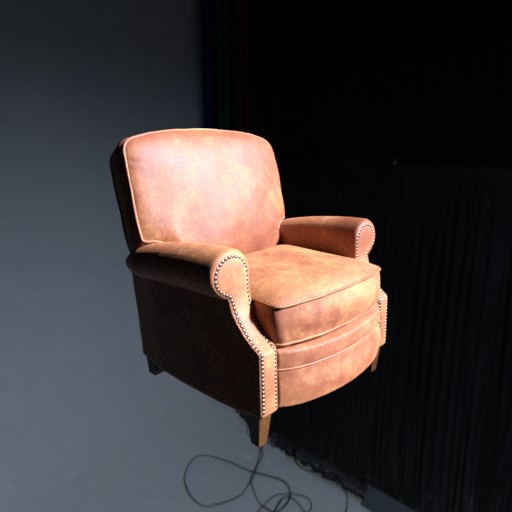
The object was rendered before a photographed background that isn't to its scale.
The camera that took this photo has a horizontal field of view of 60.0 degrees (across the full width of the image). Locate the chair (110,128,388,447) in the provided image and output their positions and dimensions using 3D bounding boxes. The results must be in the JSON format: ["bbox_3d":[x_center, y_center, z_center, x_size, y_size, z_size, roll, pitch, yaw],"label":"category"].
[{"bbox_3d":[0.000,0.000,1.820,0.986,1.018,0.936,14,20,43],"label":"chair"}]
